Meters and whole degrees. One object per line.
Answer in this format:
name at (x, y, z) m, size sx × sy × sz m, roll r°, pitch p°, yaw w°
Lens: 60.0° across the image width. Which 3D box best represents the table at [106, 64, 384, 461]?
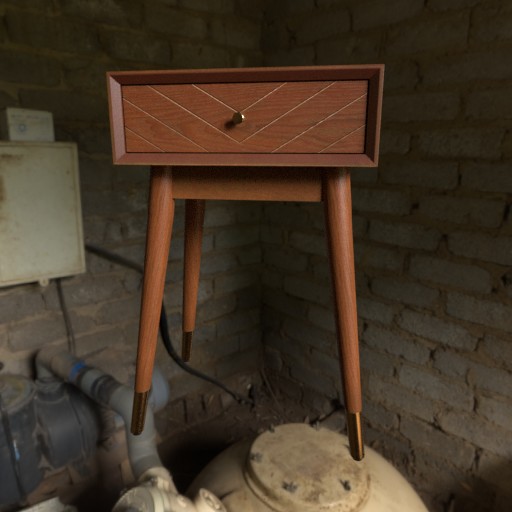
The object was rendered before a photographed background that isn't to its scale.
table at (0.000, 0.000, 0.813) m, size 0.406 × 0.599 × 0.300 m, roll 2°, pitch 15°, yaw 9°
